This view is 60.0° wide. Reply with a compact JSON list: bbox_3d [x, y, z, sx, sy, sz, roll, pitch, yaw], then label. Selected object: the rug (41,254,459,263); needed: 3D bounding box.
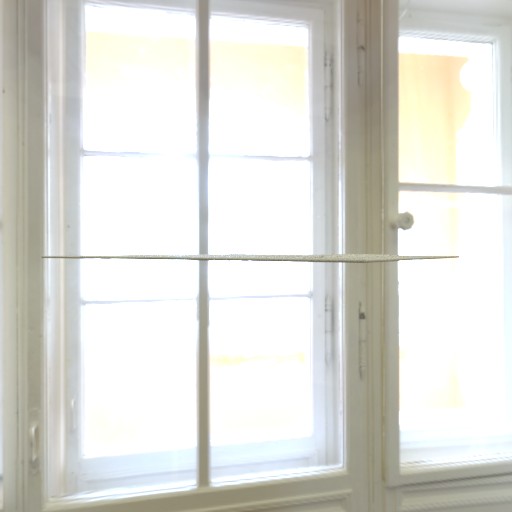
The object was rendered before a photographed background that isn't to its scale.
[{"bbox_3d":[0.000,0.000,3.922,2.921,0.032,2.311,0,1,35],"label":"rug"}]
